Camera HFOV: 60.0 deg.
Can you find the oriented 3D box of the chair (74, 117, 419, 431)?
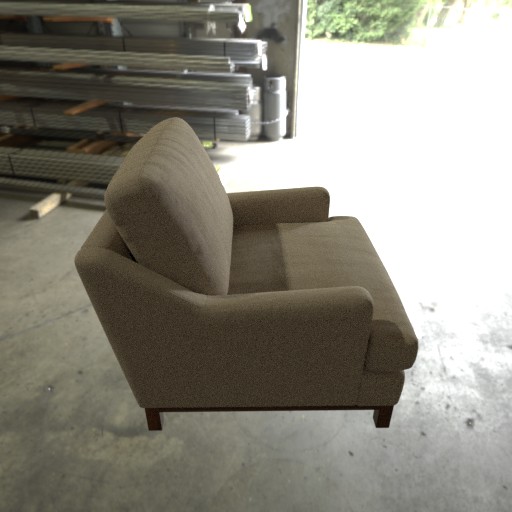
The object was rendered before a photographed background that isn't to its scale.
[{"bbox_3d":[0.000,0.000,1.692,1.001,0.916,0.912,0,30,-1],"label":"chair"}]
